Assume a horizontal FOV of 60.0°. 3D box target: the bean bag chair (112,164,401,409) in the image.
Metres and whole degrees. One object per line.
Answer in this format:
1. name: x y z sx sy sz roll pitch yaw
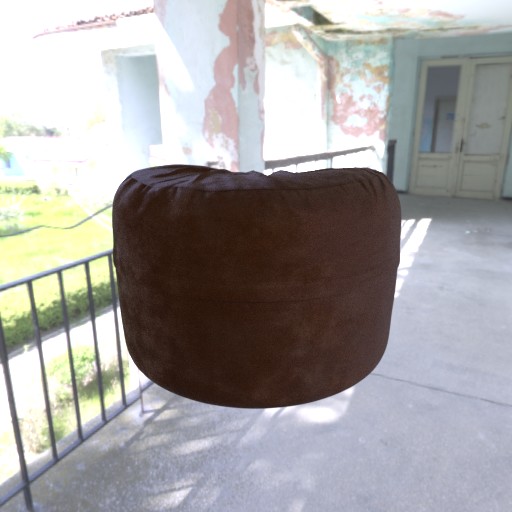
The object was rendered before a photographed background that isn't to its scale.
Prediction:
1. bean bag chair: 0.000 0.000 1.490 0.918 0.616 0.918 0 17 0
